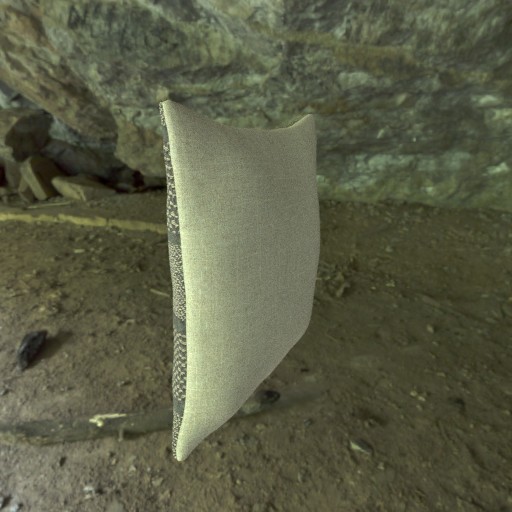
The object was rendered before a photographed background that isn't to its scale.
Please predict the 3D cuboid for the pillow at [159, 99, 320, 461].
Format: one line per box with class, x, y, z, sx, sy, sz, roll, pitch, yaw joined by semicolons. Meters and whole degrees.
pillow;0.000;0.000;0.681;0.138;0.432;0.435;8;17;26
